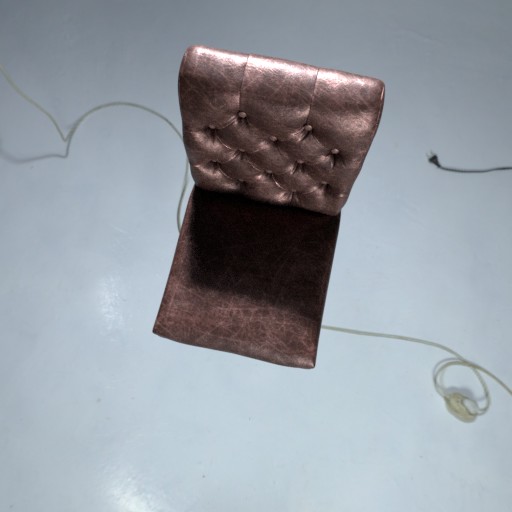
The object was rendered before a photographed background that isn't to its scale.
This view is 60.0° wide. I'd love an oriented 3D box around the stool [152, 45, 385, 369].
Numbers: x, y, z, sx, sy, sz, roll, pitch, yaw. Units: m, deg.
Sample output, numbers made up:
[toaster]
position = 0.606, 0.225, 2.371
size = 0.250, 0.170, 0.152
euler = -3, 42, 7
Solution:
[stool]
position = 0.000, 0.000, 1.470
size = 0.483, 1.168, 0.659
euler = 12, 76, 3
